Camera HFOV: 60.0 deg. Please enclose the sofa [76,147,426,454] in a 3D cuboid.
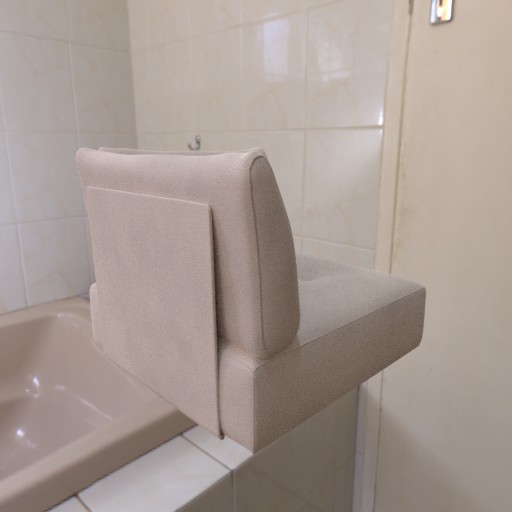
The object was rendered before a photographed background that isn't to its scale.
[{"bbox_3d":[0.000,0.000,1.721,1.000,0.820,1.000,-13,19,-43],"label":"sofa"}]
